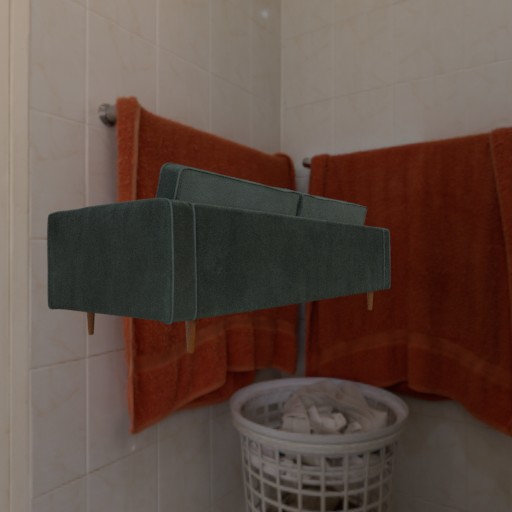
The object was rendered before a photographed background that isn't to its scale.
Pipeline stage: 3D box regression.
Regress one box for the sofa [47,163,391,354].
[{"bbox_3d":[0.000,0.000,2.709,0.886,0.781,2.214,0,0,37],"label":"sofa"}]
